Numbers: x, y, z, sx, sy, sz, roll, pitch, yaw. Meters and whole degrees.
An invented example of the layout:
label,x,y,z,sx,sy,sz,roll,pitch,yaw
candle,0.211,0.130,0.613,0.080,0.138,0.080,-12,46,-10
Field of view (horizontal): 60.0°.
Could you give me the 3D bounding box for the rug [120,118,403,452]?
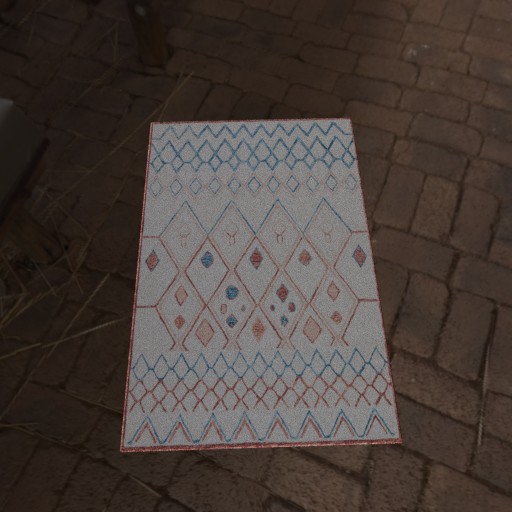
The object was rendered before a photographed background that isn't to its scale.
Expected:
label,x,y,z,sx,sy,sz,roll,pitch,yaw
rug,0.000,0.000,2.304,1.219,0.016,1.829,-2,64,-1
